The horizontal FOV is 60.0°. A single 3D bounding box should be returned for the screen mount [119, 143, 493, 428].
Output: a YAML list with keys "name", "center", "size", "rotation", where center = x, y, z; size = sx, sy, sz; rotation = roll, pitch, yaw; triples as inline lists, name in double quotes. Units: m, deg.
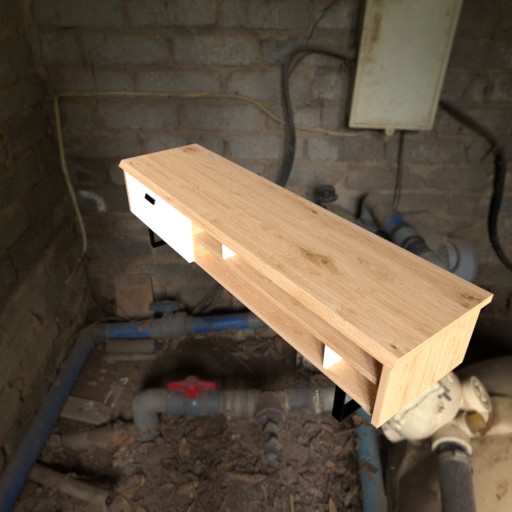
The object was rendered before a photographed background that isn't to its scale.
- name: "screen mount"
  center: [0.000, 0.000, 1.862]
  size: [0.450, 0.430, 1.700]
  rotation: [-22, 38, -30]
